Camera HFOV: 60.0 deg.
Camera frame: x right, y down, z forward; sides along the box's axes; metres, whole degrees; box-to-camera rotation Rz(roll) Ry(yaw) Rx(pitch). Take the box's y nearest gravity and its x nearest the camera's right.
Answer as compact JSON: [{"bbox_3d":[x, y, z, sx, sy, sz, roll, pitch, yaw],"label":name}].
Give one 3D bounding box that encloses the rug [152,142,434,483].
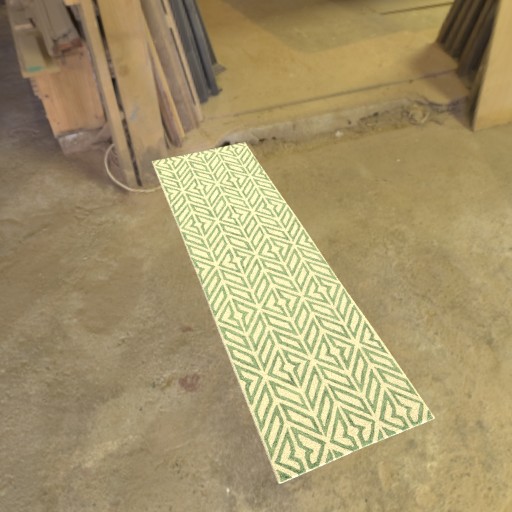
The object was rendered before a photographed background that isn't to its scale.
[{"bbox_3d":[0.000,0.000,2.653,0.750,0.009,2.435,-15,48,-15],"label":"rug"}]
